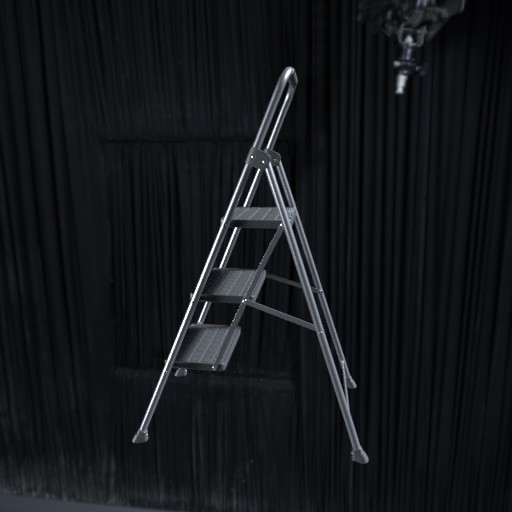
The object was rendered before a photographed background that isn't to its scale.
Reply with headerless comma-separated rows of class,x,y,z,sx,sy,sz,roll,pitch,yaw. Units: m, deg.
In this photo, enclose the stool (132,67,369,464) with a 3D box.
stool,0.000,0.000,1.448,0.733,1.121,0.473,2,13,8
